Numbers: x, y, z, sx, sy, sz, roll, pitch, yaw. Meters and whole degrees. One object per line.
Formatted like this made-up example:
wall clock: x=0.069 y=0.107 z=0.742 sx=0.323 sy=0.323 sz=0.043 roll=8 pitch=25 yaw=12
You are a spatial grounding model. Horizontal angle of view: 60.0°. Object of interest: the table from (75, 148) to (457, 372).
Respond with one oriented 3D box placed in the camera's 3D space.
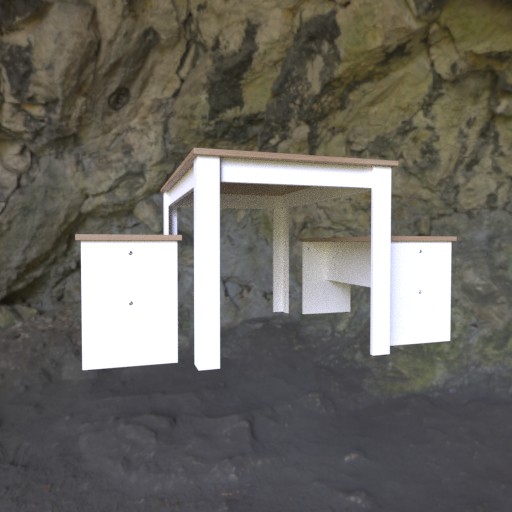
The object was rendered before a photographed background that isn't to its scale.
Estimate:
table: x=0.000 y=0.000 z=2.002 sx=1.443 sy=0.700 sz=1.100 roll=-1 pitch=2 yaw=-17
